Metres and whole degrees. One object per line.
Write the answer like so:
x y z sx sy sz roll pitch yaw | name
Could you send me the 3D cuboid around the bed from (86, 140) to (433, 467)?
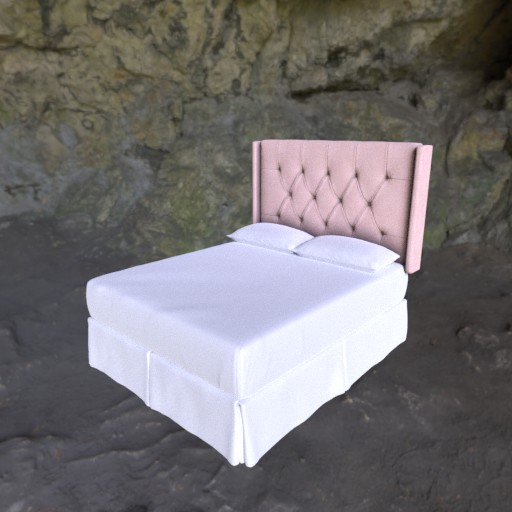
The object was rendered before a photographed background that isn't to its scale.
0.000 0.000 3.373 1.719 1.665 2.066 14 21 40 | bed
